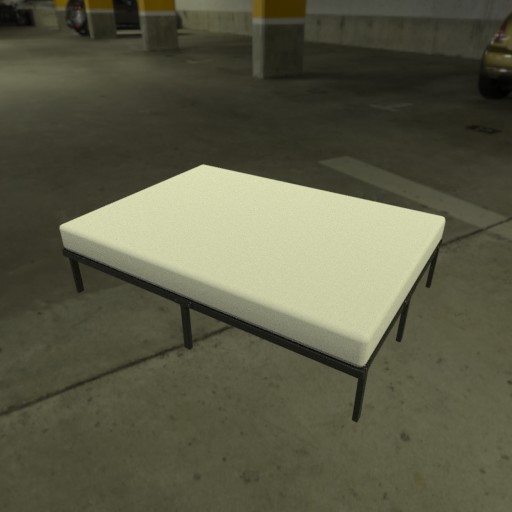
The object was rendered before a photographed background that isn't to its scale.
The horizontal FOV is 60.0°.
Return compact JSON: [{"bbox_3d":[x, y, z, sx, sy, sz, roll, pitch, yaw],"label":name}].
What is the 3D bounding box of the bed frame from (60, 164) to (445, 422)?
[{"bbox_3d":[0.000,0.000,3.818,2.842,0.680,2.205,22,37,34],"label":"bed frame"}]
